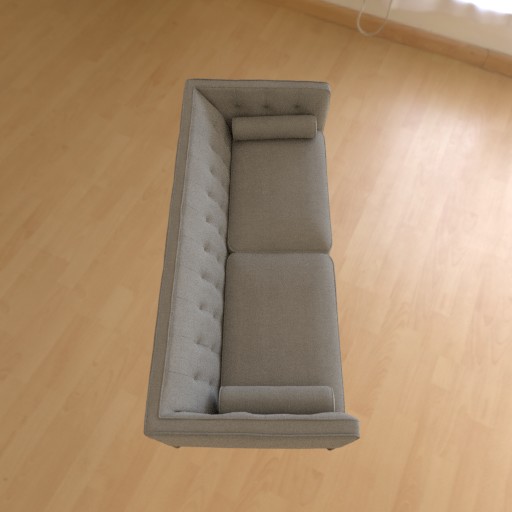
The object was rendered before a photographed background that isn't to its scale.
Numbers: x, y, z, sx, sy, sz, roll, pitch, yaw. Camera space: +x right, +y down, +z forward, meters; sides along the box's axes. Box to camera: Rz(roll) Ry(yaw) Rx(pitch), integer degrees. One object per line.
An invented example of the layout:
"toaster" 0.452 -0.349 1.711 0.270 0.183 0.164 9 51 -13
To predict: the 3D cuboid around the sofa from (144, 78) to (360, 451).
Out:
"sofa" 0.000 0.000 2.614 0.912 0.798 2.079 1 63 0
